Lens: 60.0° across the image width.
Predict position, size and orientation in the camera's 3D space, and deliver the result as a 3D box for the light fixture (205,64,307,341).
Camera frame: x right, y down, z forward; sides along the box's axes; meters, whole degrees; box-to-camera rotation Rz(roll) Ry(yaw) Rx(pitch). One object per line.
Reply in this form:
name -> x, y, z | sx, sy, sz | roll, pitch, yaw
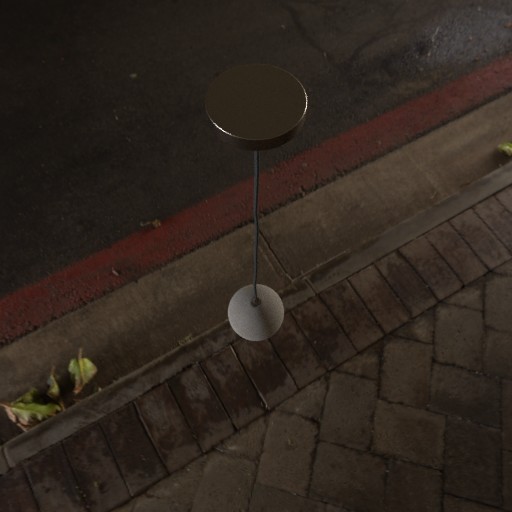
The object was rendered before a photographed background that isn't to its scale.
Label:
light fixture -> 0.000, 0.000, 0.821 | 0.139, 0.764, 0.139 | 2, 64, 1
